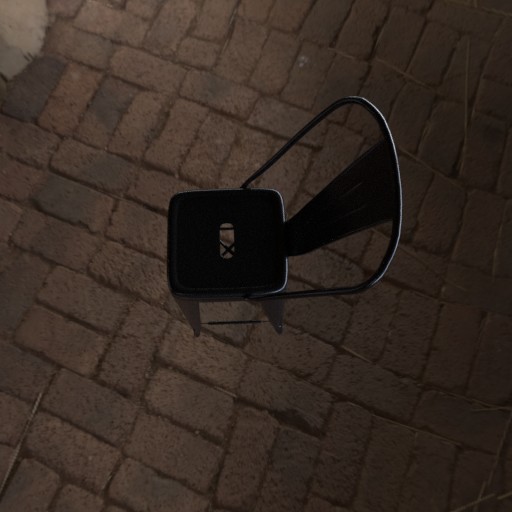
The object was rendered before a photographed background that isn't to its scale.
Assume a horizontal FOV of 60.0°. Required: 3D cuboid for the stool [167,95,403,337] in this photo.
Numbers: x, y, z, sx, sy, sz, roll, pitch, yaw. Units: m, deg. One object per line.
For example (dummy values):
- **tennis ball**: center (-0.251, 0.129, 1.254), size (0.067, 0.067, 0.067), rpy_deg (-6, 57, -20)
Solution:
- **stool**: center (0.000, 0.000, 1.309), size (0.513, 1.096, 0.399), rpy_deg (-2, 75, -1)
